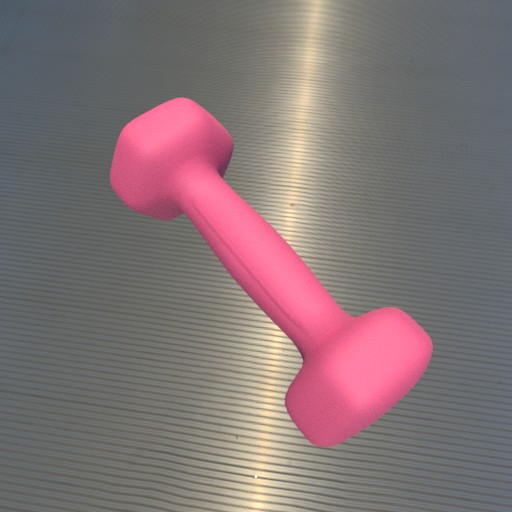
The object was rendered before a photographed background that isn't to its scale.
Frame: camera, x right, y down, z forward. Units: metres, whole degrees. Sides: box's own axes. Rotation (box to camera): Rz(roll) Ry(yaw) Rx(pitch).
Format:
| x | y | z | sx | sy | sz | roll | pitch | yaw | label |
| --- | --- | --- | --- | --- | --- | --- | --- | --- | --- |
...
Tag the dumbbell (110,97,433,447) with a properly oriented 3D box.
| x | y | z | sx | sy | sz | roll | pitch | yaw | label |
| --- | --- | --- | --- | --- | --- | --- | --- | --- | --- |
| 0.000 | 0.000 | 0.176 | 0.058 | 0.053 | 0.146 | -35 | 69 | -16 | dumbbell |
